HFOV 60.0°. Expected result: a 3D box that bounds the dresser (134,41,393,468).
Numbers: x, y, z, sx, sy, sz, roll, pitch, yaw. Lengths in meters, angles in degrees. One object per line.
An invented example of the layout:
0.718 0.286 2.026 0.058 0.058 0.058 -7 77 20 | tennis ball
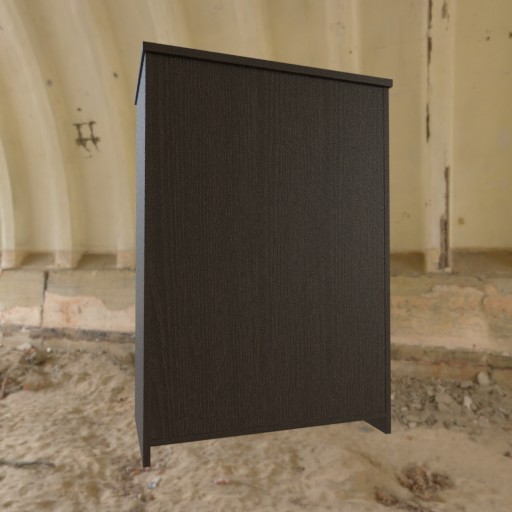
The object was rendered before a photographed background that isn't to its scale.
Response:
0.000 0.000 1.352 0.704 1.020 0.399 0 -1 -18 | dresser
